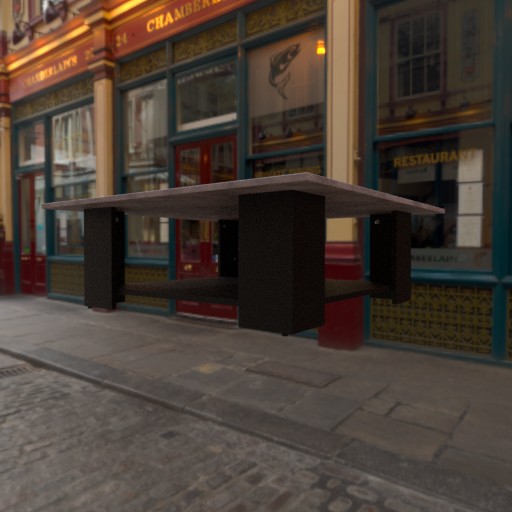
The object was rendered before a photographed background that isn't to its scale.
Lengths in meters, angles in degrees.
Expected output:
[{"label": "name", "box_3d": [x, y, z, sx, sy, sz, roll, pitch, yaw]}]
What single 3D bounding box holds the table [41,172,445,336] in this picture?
[{"label": "table", "box_3d": [0.000, 0.000, 1.377, 0.890, 0.305, 0.890, 1, 1, 37]}]
